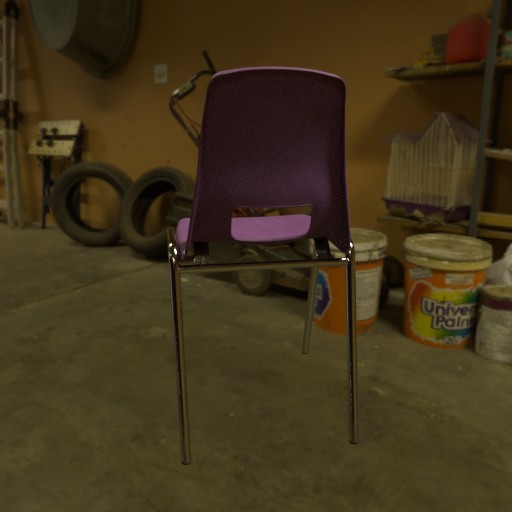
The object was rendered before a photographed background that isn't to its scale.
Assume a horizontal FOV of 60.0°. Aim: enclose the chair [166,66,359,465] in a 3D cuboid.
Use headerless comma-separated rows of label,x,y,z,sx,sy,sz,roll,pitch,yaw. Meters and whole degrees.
chair,0.000,0.000,0.962,0.381,0.704,0.432,-3,15,-10
